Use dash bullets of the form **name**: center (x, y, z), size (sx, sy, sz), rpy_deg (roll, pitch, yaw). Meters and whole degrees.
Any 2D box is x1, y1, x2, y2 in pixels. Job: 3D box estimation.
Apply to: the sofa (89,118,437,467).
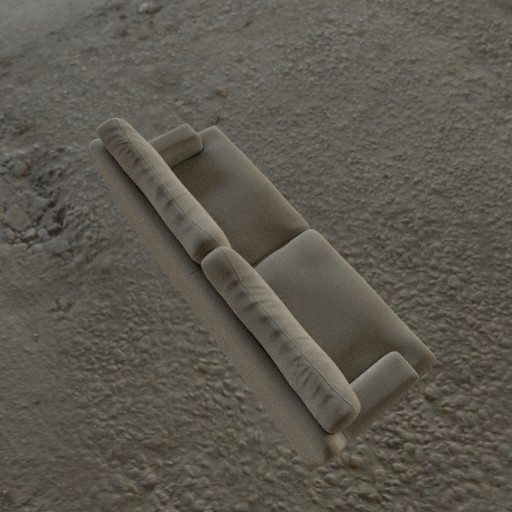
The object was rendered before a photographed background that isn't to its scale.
- **sofa**: center (0.000, 0.000, 2.817), size (0.962, 0.980, 2.354), rpy_deg (-34, 67, -16)
